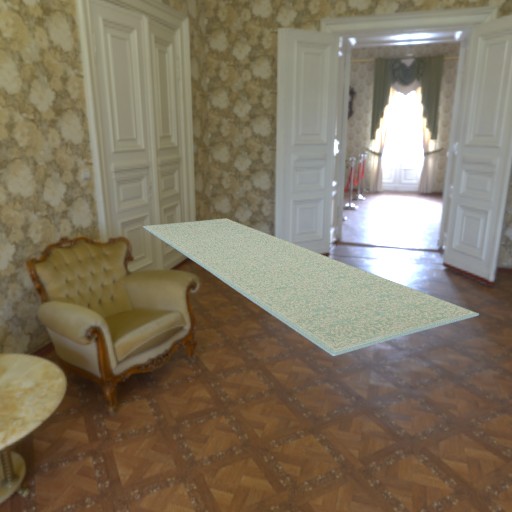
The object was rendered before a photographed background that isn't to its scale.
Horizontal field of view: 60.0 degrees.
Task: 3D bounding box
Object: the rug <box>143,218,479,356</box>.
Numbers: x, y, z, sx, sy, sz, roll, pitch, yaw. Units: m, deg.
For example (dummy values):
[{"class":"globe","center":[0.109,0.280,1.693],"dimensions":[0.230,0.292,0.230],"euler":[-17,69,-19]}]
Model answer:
[{"class":"rug","center":[0.000,0.000,2.388],"dimensions":[0.662,0.011,2.196],"euler":[-8,17,-27]}]
